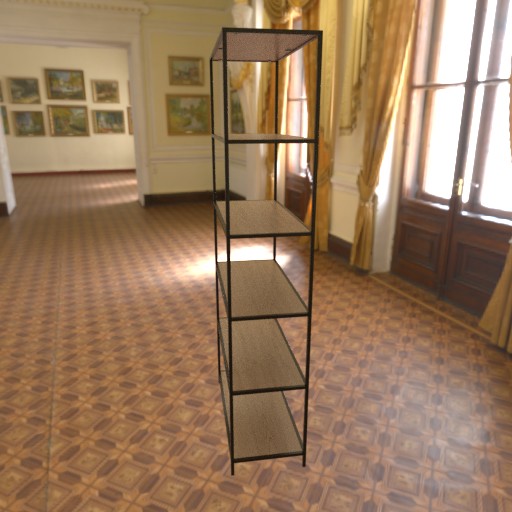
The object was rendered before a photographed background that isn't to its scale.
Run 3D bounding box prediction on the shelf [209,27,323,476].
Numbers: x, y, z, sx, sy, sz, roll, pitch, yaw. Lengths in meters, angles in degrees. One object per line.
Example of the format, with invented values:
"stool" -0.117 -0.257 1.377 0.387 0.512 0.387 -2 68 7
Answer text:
"shelf" 0.000 0.000 2.144 0.350 1.850 0.770 -3 17 -9
